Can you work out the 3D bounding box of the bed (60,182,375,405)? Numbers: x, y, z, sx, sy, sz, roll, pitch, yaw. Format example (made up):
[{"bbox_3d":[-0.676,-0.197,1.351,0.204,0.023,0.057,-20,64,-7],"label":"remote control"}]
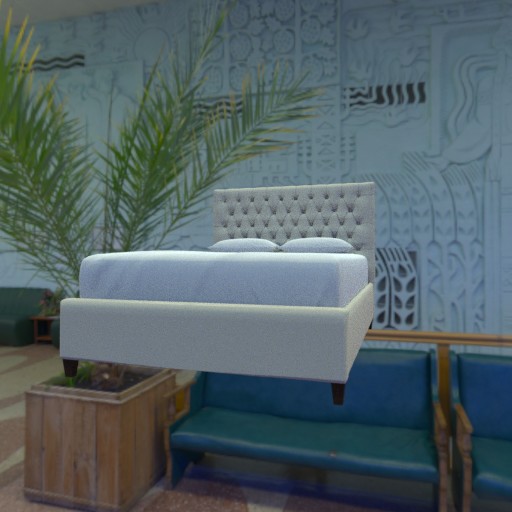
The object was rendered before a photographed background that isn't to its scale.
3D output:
[{"bbox_3d":[0.000,0.000,3.476,1.698,1.427,2.387,0,0,18],"label":"bed"}]
